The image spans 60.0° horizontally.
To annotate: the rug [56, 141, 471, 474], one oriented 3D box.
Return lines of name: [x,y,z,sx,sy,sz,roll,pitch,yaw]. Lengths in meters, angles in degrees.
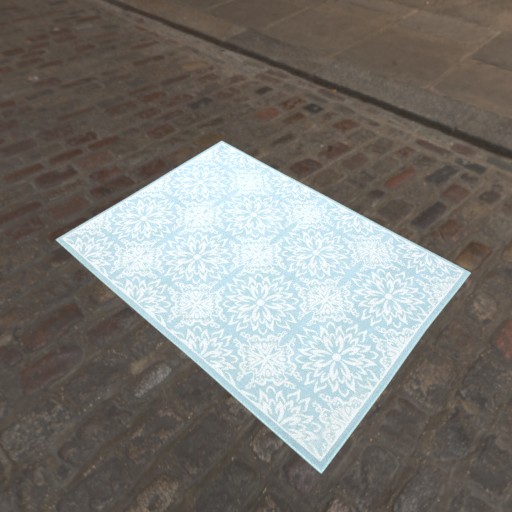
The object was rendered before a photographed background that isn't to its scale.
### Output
rug: [0.000,0.000,2.881,2.205,0.014,1.589,34,56,27]
